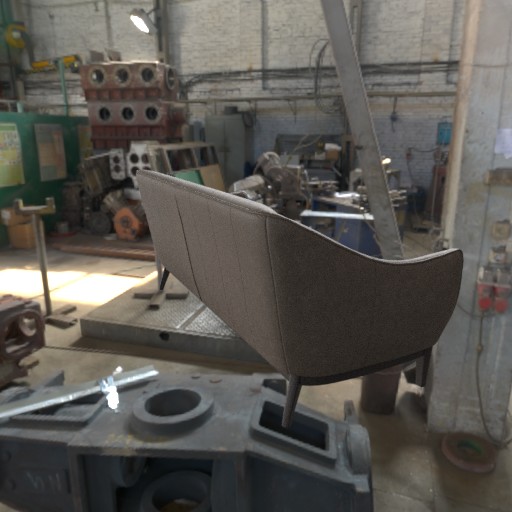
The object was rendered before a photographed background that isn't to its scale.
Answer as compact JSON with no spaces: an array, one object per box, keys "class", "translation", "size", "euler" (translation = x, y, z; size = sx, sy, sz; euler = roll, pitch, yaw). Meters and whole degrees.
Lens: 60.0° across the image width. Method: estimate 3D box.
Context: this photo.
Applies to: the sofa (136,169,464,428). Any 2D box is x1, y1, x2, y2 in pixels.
[{"class":"sofa","translation":[0.000,0.000,2.381],"size":[0.869,0.831,1.928],"euler":[-8,18,-27]}]
